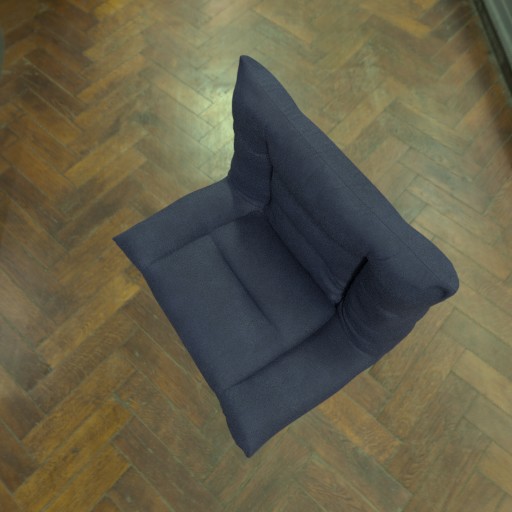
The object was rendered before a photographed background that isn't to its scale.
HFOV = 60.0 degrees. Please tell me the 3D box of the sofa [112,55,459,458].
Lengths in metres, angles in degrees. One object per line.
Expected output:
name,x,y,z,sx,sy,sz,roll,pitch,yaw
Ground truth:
sofa,0.000,0.000,1.689,0.849,0.778,1.122,-31,68,-14
